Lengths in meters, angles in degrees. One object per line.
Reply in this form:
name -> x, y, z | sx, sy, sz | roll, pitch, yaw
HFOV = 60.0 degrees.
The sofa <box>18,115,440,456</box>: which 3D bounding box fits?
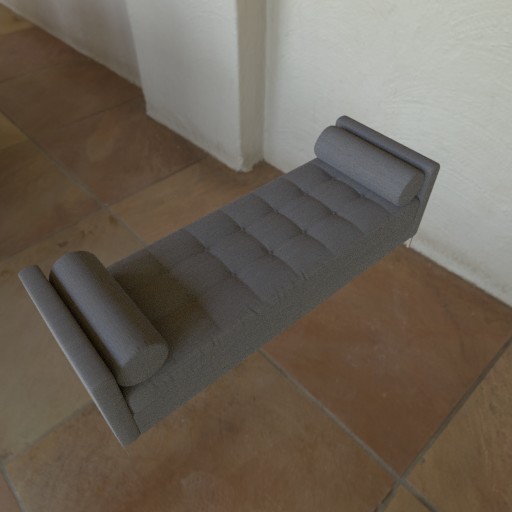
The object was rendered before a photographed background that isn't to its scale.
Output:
sofa -> 0.000, 0.000, 2.278 | 1.981, 0.635, 0.686 | -31, 54, -26
